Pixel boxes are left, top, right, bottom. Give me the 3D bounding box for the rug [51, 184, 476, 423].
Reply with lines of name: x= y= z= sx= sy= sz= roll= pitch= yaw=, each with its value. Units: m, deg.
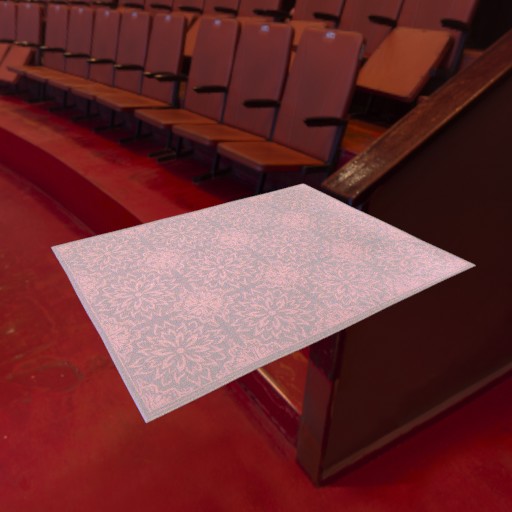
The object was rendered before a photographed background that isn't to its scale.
rug: x=0.000 y=0.000 z=3.957 sx=2.980 sy=0.012 sz=2.363 roll=-18 pitch=35 yaw=-29
